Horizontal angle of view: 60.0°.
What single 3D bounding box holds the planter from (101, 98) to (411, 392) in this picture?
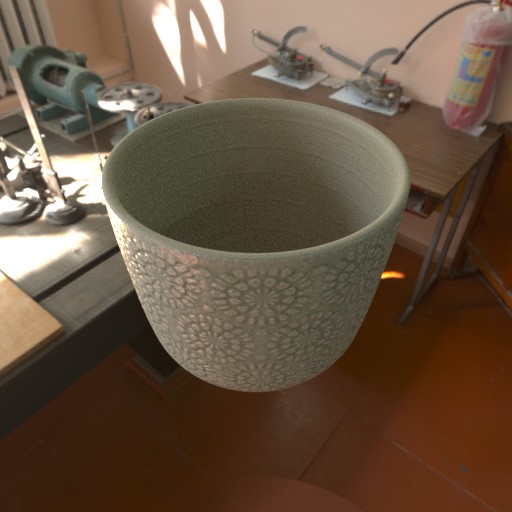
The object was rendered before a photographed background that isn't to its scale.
[{"bbox_3d":[0.000,0.000,0.219,0.124,0.109,0.124,0,42,0],"label":"planter"}]
